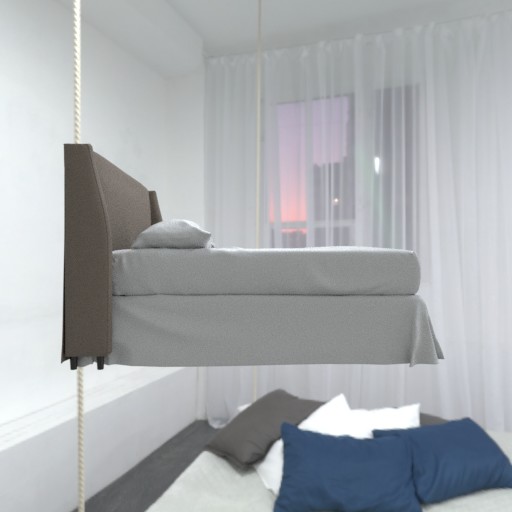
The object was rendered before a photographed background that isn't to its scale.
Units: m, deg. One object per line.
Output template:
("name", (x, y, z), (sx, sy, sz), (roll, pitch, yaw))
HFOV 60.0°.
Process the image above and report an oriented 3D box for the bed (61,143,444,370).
("bed", (0.000, 0.000, 3.500), (2.276, 1.332, 1.925), (0, 0, -1))
